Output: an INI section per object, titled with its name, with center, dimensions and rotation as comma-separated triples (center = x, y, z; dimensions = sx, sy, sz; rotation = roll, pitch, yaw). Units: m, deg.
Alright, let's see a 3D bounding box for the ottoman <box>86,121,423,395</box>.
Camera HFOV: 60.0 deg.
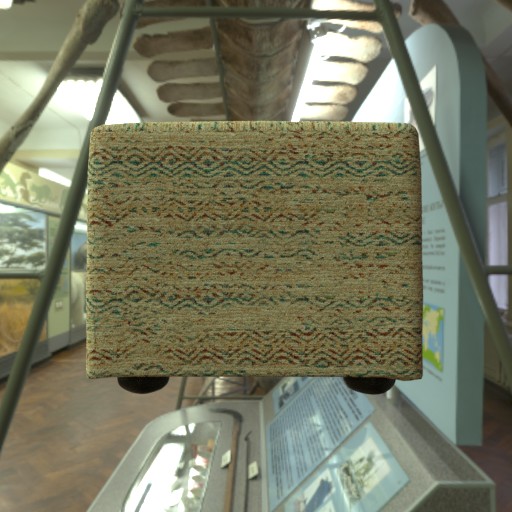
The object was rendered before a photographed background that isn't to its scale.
[ottoman]
center = 0.000, 0.000, 0.916
dimensions = 0.521, 0.453, 0.512
rotation = 0, -1, 0
